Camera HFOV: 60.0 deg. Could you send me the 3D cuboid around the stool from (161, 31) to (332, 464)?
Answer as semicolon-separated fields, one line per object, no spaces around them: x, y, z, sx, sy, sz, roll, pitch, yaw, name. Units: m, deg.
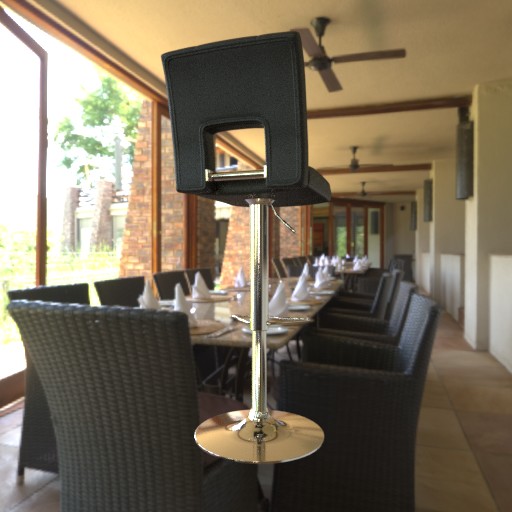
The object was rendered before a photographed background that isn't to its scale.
0.000;0.000;1.399;0.415;1.151;0.520;0;1;19;stool
